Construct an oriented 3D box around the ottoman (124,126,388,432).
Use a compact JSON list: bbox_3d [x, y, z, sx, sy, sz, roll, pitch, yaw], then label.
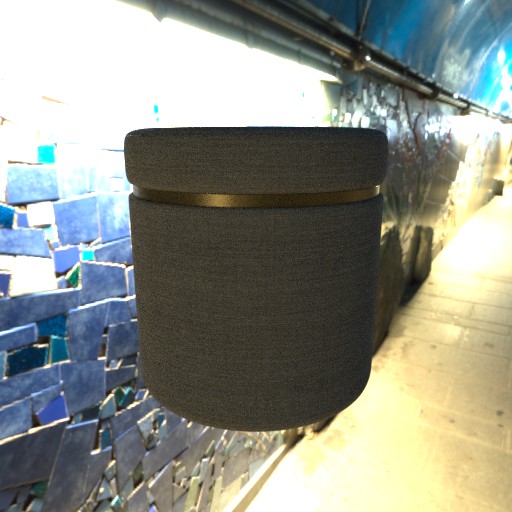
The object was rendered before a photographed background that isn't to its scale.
[{"bbox_3d":[0.000,0.000,0.739,0.400,0.406,0.400,0,14,0],"label":"ottoman"}]
